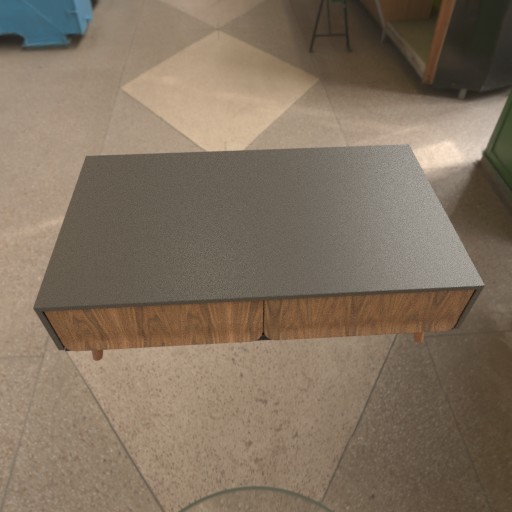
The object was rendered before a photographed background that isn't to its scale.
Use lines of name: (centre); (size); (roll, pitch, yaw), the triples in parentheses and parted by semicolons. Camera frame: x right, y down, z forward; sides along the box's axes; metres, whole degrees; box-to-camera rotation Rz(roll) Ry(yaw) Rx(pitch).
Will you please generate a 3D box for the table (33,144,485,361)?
table: (0.000, 0.000, 1.551); (1.201, 0.404, 0.703); (-3, 47, -2)
